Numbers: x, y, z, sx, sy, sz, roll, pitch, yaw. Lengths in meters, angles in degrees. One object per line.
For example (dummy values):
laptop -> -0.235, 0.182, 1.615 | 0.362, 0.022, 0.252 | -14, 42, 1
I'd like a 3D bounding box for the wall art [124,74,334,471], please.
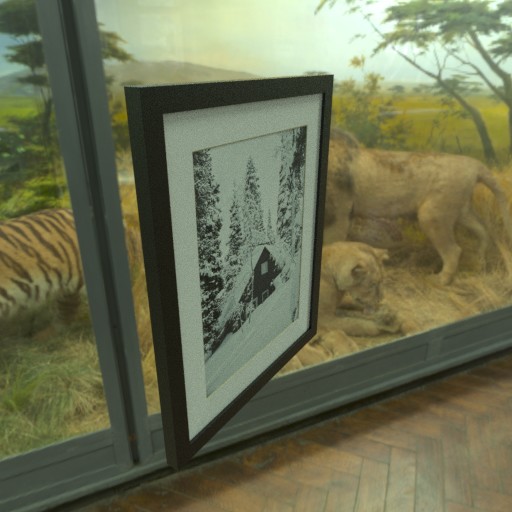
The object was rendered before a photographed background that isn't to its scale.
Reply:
wall art -> 0.000, 0.000, 0.534 | 0.018, 0.397, 0.325 | 16, 29, 31
